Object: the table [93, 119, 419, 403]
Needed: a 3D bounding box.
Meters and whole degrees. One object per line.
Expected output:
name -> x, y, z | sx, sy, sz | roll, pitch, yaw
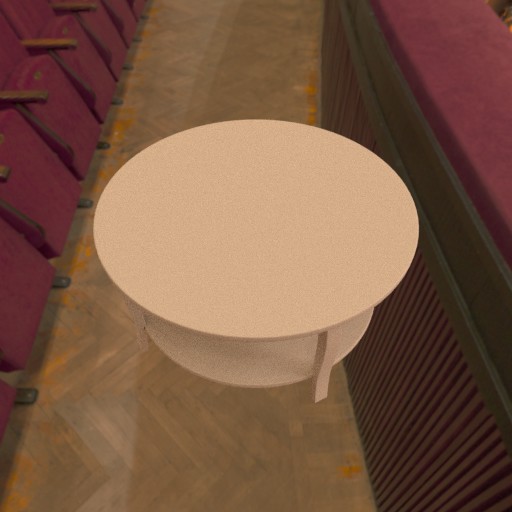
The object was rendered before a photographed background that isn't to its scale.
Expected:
table -> 0.000, 0.000, 1.442 | 0.910, 0.457, 0.910 | 0, 47, 0
